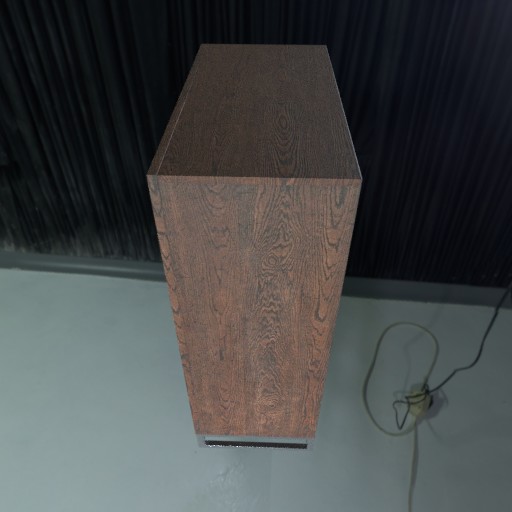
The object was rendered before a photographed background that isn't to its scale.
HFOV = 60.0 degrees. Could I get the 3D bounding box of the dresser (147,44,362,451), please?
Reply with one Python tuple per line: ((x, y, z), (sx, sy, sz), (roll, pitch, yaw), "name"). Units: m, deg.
((0.000, 0.000, 1.782), (0.508, 1.321, 0.965), (1, 42, 2), "dresser")
